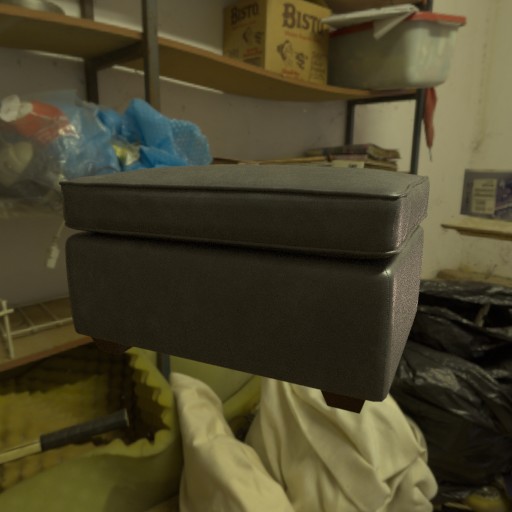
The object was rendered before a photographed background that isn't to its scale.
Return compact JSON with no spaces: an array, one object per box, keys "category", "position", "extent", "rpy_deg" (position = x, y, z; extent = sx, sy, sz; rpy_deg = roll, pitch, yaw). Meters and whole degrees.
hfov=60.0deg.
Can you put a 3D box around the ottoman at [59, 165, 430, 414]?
[{"category":"ottoman","position":[0.000,0.000,1.108],"extent":[0.756,0.445,0.554],"rpy_deg":[6,14,25]}]
